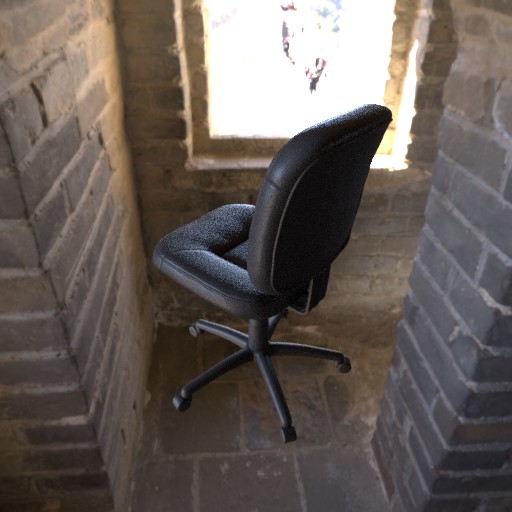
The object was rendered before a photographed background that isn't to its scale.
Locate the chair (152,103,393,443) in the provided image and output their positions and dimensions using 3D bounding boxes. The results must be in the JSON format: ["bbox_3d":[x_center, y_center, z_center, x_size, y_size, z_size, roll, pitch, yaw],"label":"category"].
[{"bbox_3d":[0.000,0.000,1.383,0.646,0.959,0.647,22,38,31],"label":"chair"}]
